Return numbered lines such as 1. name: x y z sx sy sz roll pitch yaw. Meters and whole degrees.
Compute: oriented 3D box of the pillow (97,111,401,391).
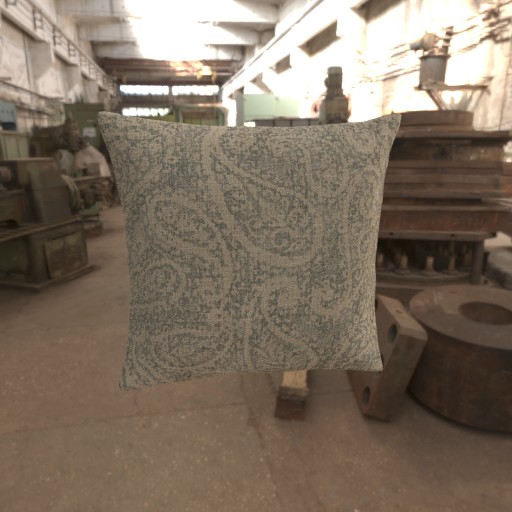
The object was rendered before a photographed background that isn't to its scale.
1. pillow: 0.000 0.000 0.818 0.526 0.507 0.166 -2 15 -8
